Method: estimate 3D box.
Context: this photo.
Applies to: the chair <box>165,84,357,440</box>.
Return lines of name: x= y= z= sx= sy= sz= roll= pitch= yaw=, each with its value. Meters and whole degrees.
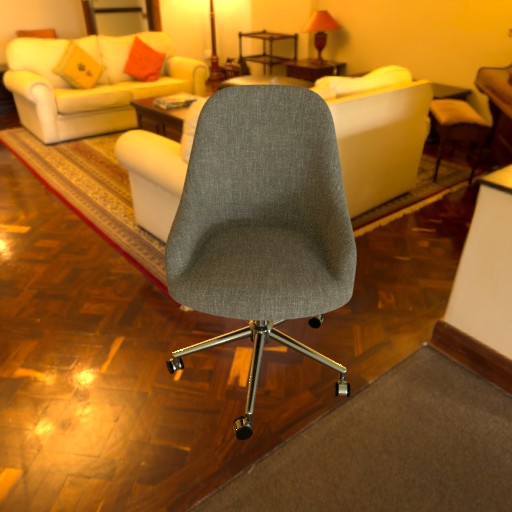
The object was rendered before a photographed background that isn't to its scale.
chair: x=0.000 y=0.000 z=1.461 sx=0.671 sy=0.950 sz=0.712 roll=2 pitch=31 yaw=2
